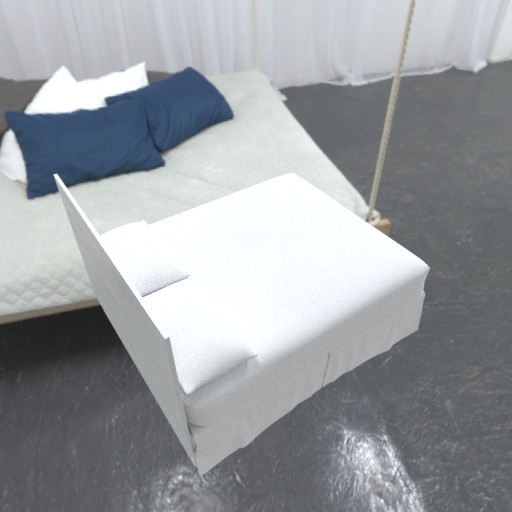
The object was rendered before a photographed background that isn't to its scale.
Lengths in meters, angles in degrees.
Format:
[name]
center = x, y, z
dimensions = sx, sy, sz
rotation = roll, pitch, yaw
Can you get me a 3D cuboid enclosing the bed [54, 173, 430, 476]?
[bed]
center = 0.000, 0.000, 3.252
dimensions = 2.094, 1.335, 1.745
rotation = -25, 47, -25
